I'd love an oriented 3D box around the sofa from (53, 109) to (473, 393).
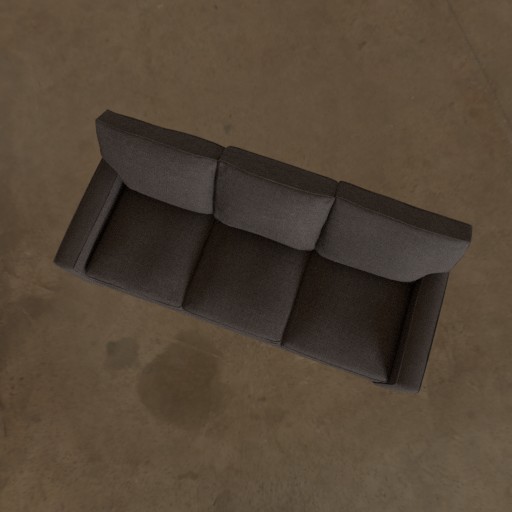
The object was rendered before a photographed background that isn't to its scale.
[{"bbox_3d":[0.000,0.000,2.877,2.369,0.978,1.004,19,76,5],"label":"sofa"}]
